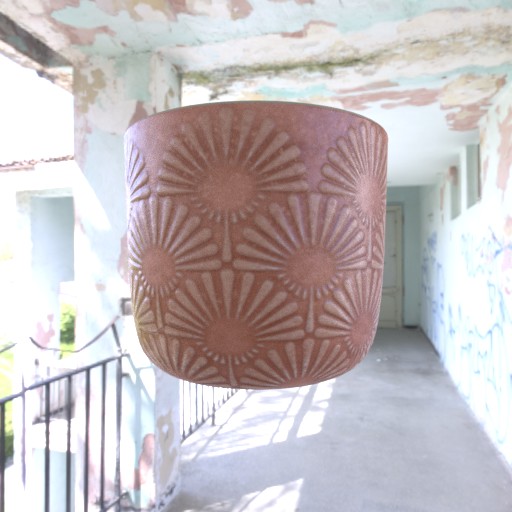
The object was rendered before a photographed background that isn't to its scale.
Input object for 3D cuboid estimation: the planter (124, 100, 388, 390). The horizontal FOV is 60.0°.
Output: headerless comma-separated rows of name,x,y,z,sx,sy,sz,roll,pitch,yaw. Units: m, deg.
planter,0.000,0.000,0.216,0.124,0.109,0.124,0,0,0
